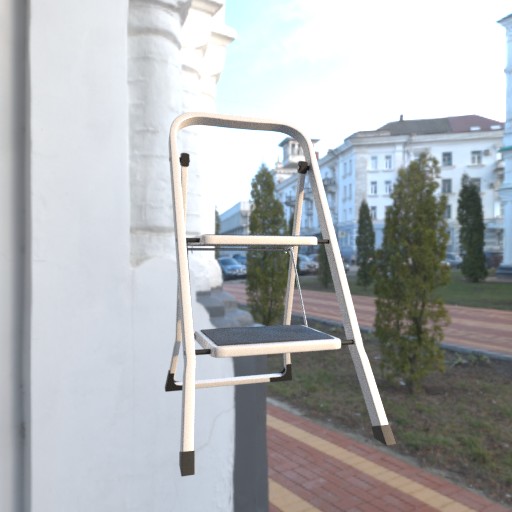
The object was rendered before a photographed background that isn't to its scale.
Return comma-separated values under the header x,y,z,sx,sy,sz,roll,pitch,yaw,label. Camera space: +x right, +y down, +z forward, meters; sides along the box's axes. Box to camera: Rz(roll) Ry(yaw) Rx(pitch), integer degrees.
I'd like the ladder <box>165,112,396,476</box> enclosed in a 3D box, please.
x,y,z,sx,sy,sz,roll,pitch,yaw,label
0.000,0.000,1.141,0.460,0.810,0.544,0,0,-18,ladder
